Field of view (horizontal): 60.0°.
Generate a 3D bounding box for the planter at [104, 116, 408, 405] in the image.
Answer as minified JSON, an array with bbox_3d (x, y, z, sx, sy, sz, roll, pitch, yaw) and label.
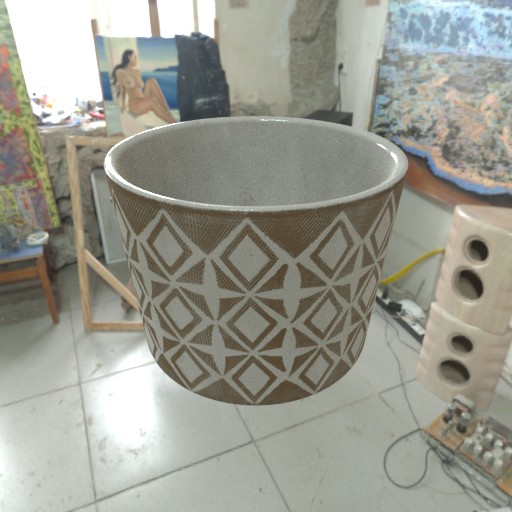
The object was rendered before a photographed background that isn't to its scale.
[{"bbox_3d":[0.000,0.000,0.449,0.260,0.220,0.260,0,30,0],"label":"planter"}]
